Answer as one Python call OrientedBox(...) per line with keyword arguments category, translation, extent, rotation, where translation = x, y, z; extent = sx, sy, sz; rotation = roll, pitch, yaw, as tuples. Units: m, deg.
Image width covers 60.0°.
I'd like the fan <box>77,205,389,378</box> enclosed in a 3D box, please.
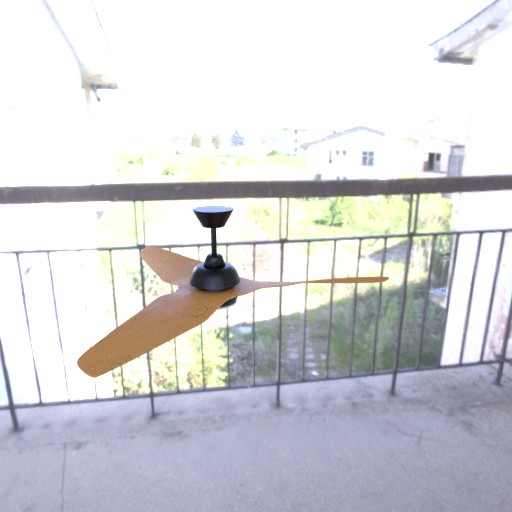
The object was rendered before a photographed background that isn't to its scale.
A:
OrientedBox(category="fan", translation=(0.000, 0.000, 1.614), extent=(1.010, 0.355, 1.142), rotation=(-2, 16, -8))
